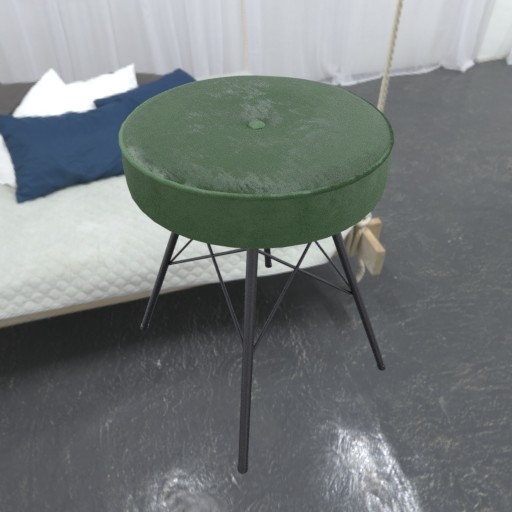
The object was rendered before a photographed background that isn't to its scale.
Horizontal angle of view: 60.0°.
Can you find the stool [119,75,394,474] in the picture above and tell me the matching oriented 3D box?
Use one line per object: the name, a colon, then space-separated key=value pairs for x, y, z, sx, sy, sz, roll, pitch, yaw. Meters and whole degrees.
stool: x=0.000 y=0.000 z=0.886 sx=0.430 sy=0.595 sz=0.457 roll=-26 pitch=47 yaw=-26
